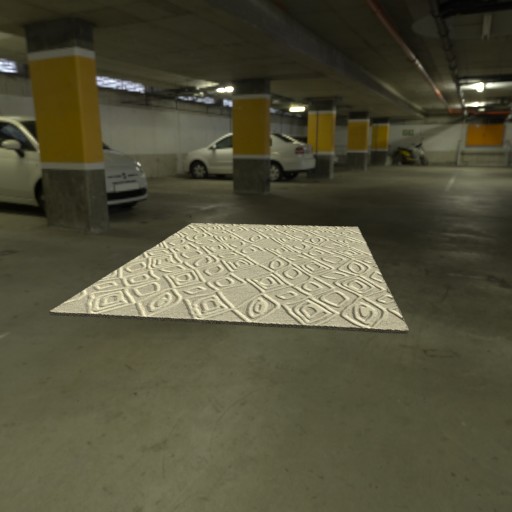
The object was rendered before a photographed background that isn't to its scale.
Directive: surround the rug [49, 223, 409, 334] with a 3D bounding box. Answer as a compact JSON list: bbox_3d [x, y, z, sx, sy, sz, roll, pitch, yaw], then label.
[{"bbox_3d":[0.000,0.000,2.347,1.224,0.016,1.832,2,14,7],"label":"rug"}]
